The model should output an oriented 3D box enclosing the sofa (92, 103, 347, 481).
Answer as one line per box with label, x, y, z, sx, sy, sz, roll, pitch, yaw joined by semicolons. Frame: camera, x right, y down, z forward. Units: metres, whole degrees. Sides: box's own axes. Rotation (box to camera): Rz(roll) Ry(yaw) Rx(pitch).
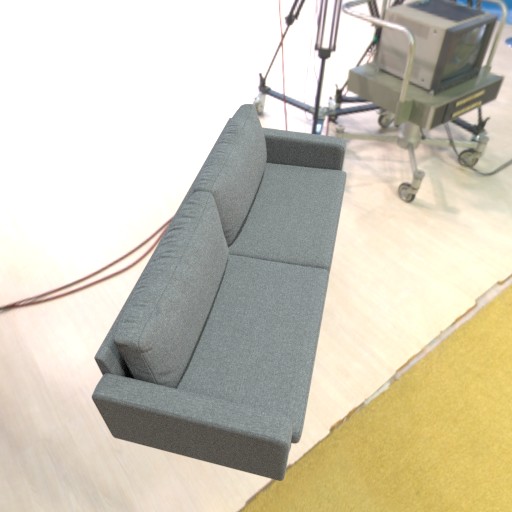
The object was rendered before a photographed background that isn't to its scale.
sofa;0.000;0.000;2.607;0.880;0.880;2.200;10;47;9
